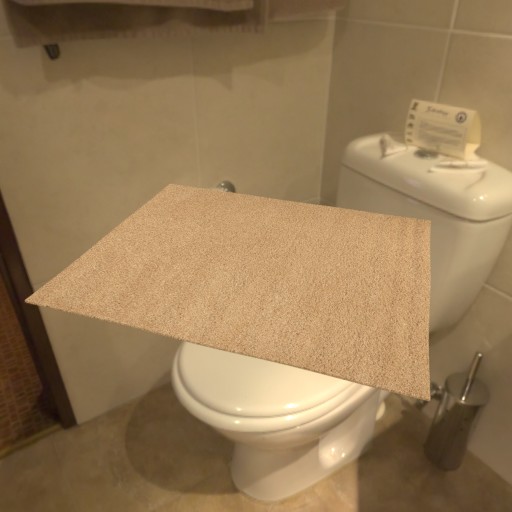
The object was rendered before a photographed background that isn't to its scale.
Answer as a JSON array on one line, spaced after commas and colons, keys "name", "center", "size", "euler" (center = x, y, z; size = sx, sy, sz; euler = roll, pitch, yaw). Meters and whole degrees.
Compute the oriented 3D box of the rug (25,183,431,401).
[{"name": "rug", "center": [0.000, 0.000, 4.015], "size": [3.000, 0.026, 2.400], "euler": [10, 34, 16]}]
